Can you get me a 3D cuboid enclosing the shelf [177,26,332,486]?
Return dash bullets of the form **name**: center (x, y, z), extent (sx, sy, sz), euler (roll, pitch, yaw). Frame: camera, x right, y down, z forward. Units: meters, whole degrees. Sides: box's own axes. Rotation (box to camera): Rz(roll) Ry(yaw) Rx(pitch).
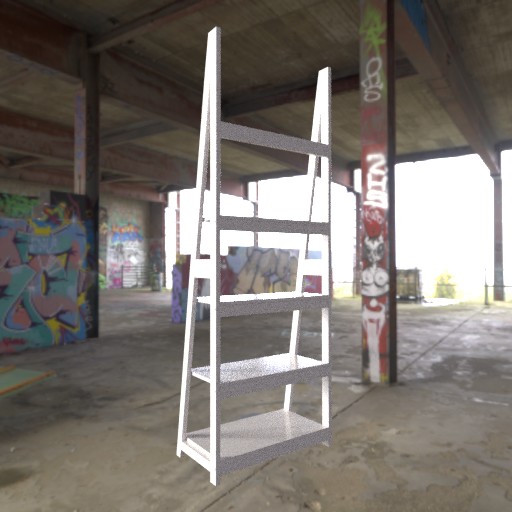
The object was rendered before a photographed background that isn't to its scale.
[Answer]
- **shelf**: center (0.000, 0.000, 2.039), extent (0.636, 1.779, 0.341), euler (0, -1, -36)
